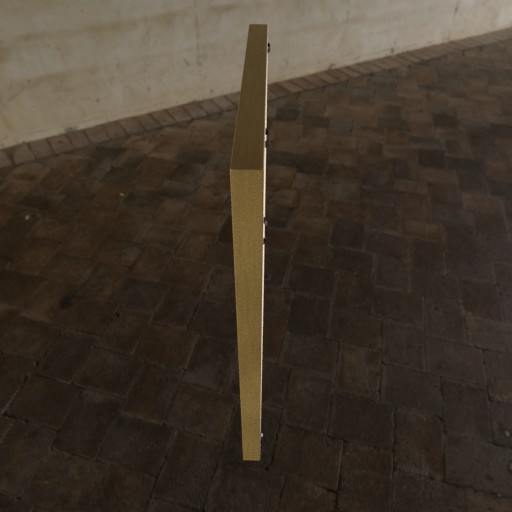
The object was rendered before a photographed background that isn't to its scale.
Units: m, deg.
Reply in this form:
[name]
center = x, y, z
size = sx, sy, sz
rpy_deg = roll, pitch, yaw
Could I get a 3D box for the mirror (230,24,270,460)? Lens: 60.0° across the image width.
[mirror]
center = 0.000, 0.000, 0.883
size = 0.040, 0.710, 0.507
rpy_deg = 1, 43, 1
